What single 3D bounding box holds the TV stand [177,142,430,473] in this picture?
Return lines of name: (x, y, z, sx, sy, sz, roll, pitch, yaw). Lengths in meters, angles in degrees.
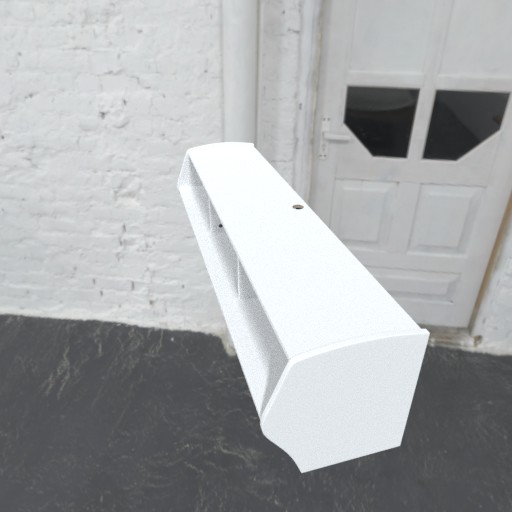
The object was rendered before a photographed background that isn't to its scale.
TV stand: (0.000, 0.000, 1.661, 0.397, 0.424, 1.473, -9, 32, -14)
